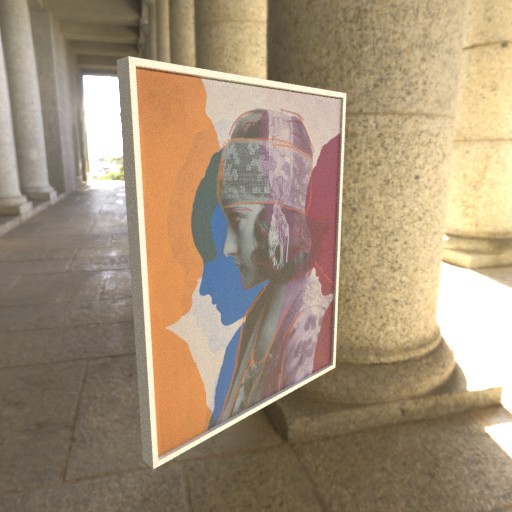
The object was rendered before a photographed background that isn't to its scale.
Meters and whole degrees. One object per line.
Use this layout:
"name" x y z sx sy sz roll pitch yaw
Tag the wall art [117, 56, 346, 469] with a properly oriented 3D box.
"wall art" 0.000 0.000 0.735 0.443 0.549 0.030 -12 18 -43
